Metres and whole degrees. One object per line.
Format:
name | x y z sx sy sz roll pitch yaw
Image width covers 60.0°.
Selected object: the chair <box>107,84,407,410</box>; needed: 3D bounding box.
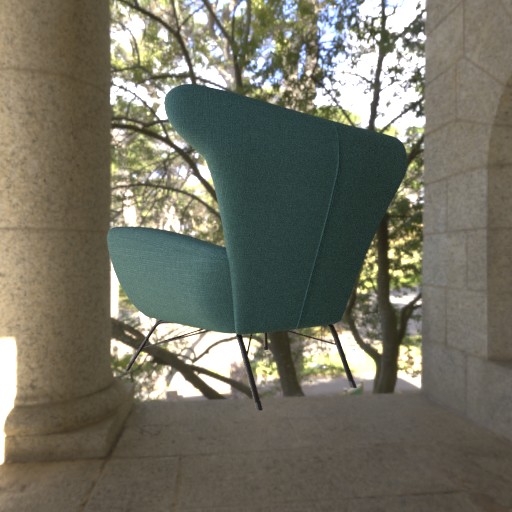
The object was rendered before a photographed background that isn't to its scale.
chair | 0.000 0.000 1.778 1.050 0.980 0.900 1 -1 -36
